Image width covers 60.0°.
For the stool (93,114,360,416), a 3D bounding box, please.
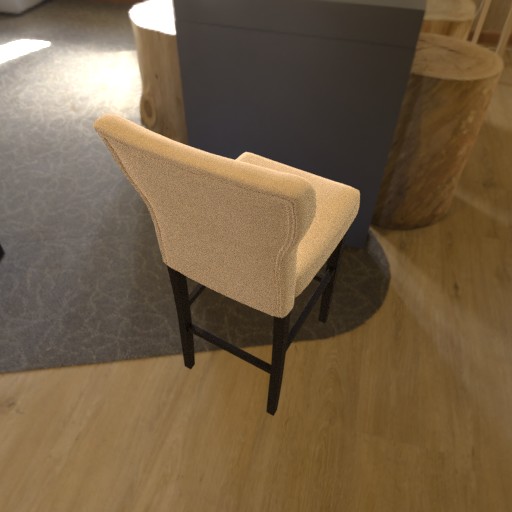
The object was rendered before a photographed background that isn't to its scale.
[{"bbox_3d":[0.000,0.000,1.441,0.516,1.124,0.603,23,51,20],"label":"stool"}]
